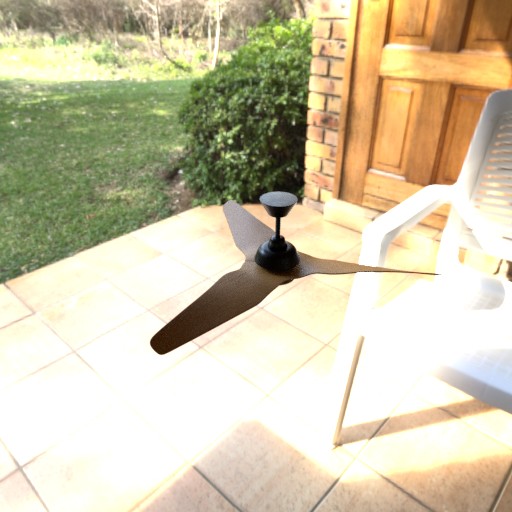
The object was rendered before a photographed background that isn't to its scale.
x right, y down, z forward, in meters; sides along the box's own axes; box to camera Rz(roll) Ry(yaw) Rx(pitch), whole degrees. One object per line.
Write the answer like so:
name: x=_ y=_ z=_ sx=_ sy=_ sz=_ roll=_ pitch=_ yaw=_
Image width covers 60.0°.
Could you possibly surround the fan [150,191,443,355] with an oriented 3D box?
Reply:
fan: x=0.000 y=0.000 z=1.661 sx=1.142 sy=0.355 sz=1.010 roll=21 pitch=36 yaw=31
